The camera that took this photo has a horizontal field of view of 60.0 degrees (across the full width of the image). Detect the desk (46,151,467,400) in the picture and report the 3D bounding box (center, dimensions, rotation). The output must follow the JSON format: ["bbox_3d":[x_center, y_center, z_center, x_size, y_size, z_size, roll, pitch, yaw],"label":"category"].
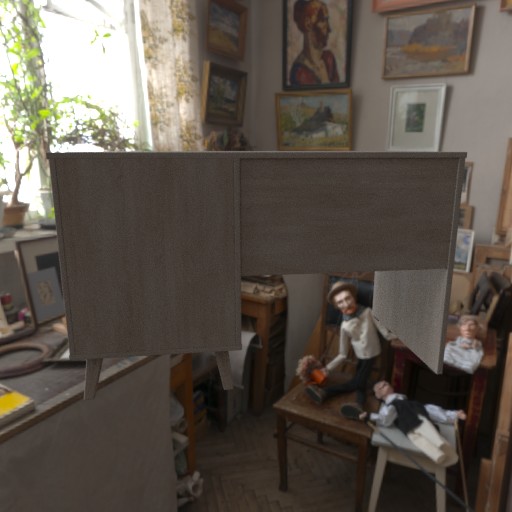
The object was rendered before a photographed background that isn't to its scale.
[{"bbox_3d":[0.000,0.000,1.680,1.251,0.770,0.600,-2,14,-8],"label":"desk"}]
